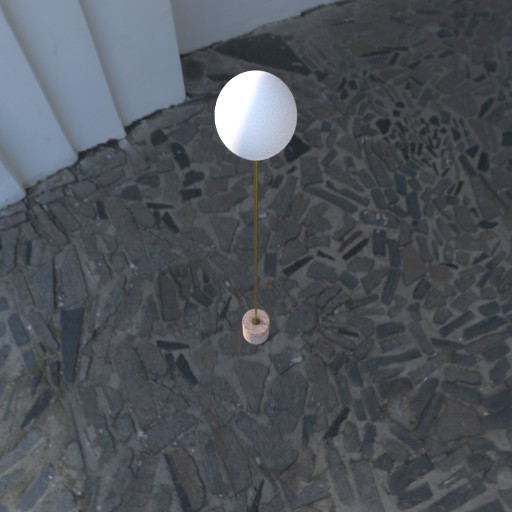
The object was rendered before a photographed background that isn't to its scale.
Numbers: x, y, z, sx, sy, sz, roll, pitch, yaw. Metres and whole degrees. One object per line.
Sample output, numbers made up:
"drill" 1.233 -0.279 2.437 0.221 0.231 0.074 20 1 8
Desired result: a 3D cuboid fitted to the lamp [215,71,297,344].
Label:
"lamp" 0.000 0.000 1.883 0.229 1.748 0.229 -15 60 -9
